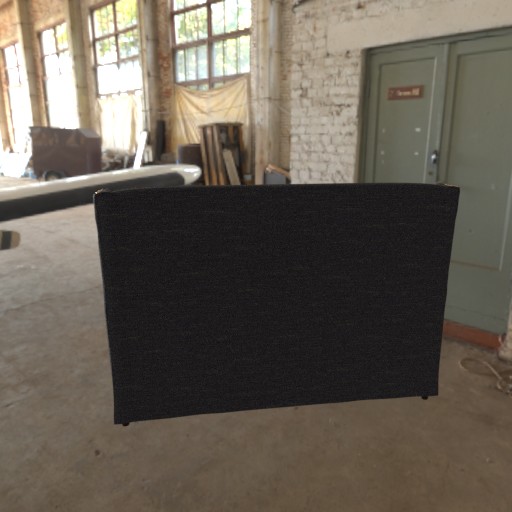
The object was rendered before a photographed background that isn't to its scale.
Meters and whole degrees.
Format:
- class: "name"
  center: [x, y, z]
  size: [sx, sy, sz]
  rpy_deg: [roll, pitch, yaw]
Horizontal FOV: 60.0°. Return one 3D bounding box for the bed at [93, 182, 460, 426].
- class: "bed"
  center: [0.000, 0.000, 3.480]
  size: [1.925, 1.332, 2.276]
  rpy_deg: [-2, 15, -8]
